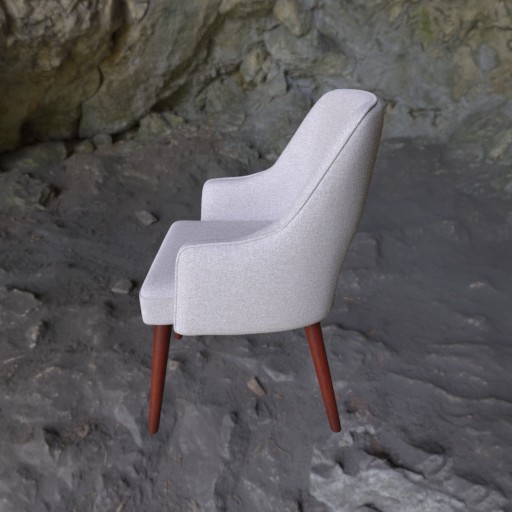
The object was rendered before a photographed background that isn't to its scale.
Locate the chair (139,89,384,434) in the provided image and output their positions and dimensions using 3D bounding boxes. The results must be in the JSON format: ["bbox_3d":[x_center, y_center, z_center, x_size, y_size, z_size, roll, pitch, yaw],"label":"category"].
[{"bbox_3d":[0.000,0.000,1.210,0.580,0.840,0.560,0,25,0],"label":"chair"}]
